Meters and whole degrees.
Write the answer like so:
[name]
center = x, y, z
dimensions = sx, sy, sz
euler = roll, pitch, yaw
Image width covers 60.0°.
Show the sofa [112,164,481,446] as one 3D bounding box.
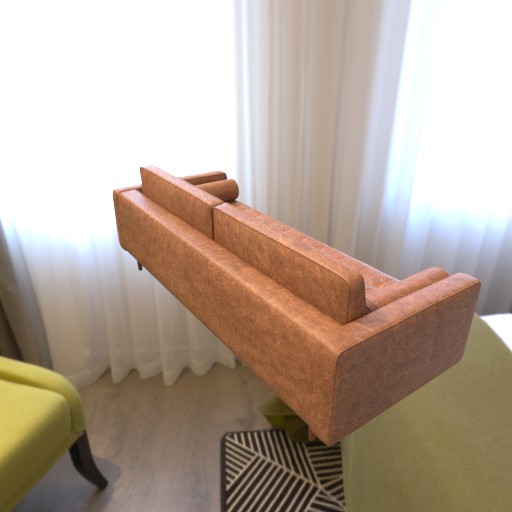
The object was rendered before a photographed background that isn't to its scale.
[sofa]
center = 0.000, 0.000, 2.580
dimensions = 0.914, 0.762, 2.210
euler = -17, 31, -31
